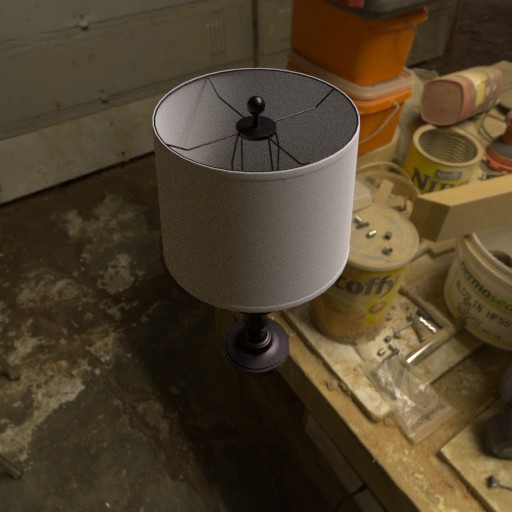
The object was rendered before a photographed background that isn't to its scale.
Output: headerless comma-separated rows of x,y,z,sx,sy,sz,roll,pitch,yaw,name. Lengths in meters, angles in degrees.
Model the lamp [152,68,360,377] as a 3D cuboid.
0.000,0.000,0.960,0.383,0.726,0.383,0,46,0,lamp
